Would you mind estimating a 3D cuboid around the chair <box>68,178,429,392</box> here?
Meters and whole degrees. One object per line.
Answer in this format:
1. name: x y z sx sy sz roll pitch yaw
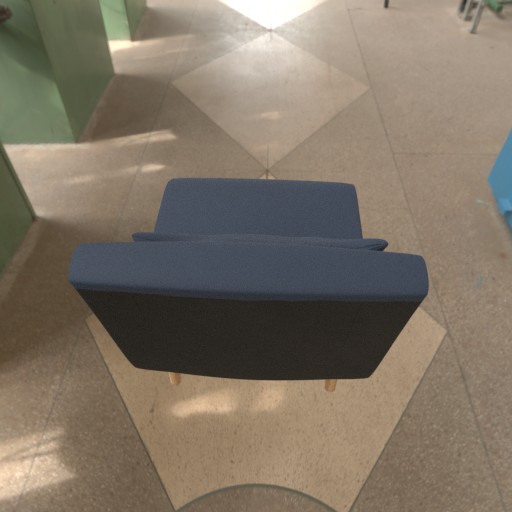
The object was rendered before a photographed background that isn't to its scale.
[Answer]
1. chair: 0.000 0.000 1.491 0.770 0.808 0.900 2 47 2
